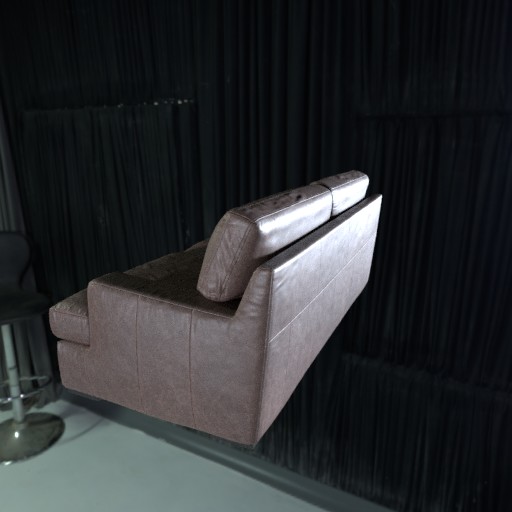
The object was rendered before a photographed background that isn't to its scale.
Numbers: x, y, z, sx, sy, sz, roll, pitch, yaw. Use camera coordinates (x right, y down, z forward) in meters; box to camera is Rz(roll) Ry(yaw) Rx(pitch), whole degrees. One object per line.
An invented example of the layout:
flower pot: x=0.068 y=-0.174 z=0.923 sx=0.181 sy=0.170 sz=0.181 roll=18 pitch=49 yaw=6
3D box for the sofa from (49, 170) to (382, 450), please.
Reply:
sofa: x=0.000 y=0.000 z=2.739 sx=1.143 sy=0.941 sz=2.261 roll=7 pitch=17 yaw=24
